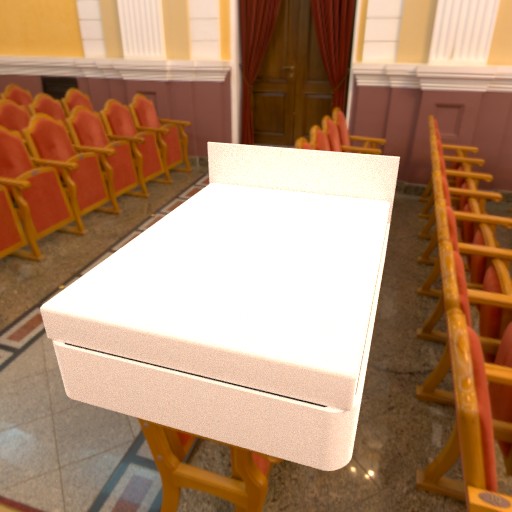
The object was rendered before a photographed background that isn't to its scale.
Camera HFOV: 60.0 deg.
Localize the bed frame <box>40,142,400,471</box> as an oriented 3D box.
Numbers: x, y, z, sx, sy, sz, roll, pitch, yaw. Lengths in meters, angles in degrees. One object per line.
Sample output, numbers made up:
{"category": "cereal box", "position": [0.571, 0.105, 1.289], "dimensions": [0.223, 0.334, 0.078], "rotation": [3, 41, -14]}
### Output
{"category": "bed frame", "position": [0.000, 0.000, 2.552], "dimensions": [1.400, 0.800, 1.900], "rotation": [9, 28, 16]}
